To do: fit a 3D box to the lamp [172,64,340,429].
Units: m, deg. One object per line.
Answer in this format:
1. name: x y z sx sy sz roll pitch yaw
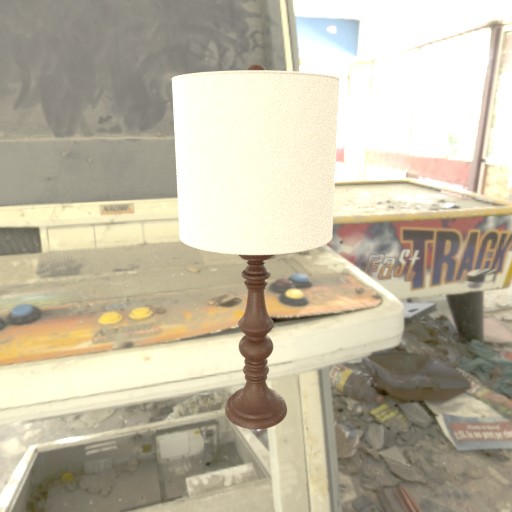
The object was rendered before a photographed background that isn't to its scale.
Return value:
1. lamp: 0.000 0.000 0.746 0.250 0.597 0.250 3 16 9
